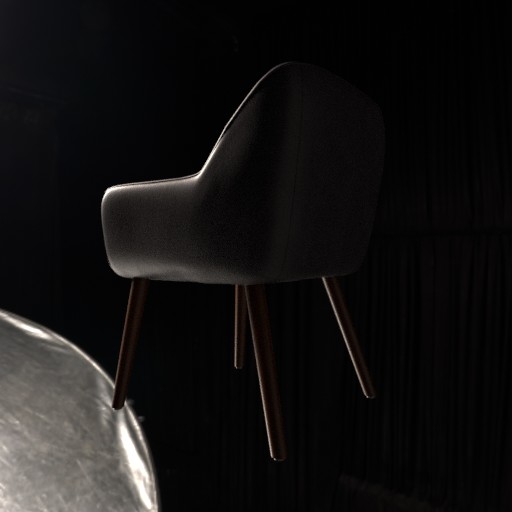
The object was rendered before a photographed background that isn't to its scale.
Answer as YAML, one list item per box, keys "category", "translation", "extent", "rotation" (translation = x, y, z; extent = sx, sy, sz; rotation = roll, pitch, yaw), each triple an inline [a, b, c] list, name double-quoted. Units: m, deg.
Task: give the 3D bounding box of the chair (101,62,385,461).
- category: "chair"
  translation: [0.000, 0.000, 1.245]
  extent: [0.610, 0.828, 0.610]
  rotation: [1, 1, 37]
